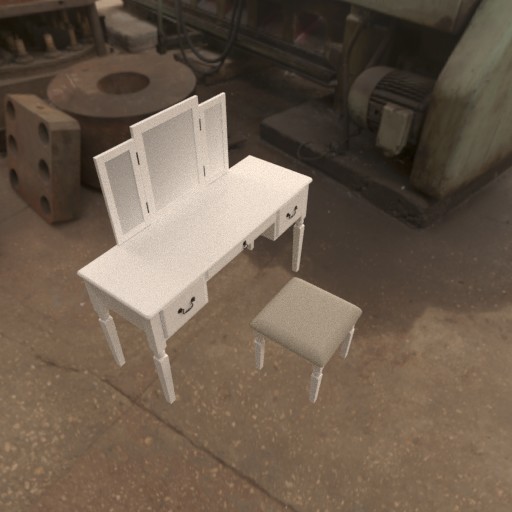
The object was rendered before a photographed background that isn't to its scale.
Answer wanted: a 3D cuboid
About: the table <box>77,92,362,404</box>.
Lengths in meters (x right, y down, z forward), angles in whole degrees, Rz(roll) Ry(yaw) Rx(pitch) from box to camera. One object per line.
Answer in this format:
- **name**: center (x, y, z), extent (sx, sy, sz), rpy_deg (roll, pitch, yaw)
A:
- **table**: center (0.000, 0.000, 2.324), extent (1.115, 1.310, 1.369), rpy_deg (26, 48, 26)
